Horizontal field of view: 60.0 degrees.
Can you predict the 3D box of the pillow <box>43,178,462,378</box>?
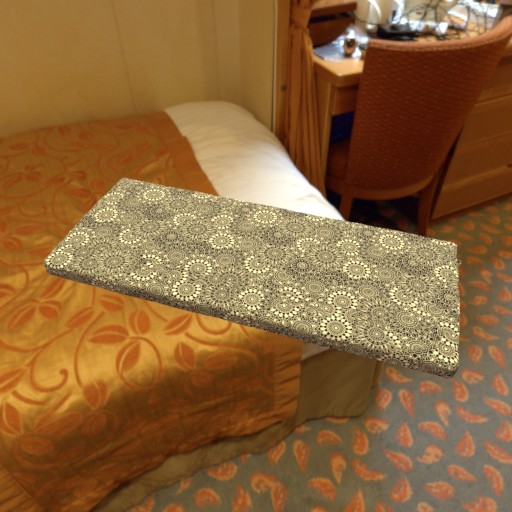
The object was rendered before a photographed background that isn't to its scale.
[{"bbox_3d":[0.000,0.000,1.332,1.187,0.081,0.492,13,46,13],"label":"pillow"}]
